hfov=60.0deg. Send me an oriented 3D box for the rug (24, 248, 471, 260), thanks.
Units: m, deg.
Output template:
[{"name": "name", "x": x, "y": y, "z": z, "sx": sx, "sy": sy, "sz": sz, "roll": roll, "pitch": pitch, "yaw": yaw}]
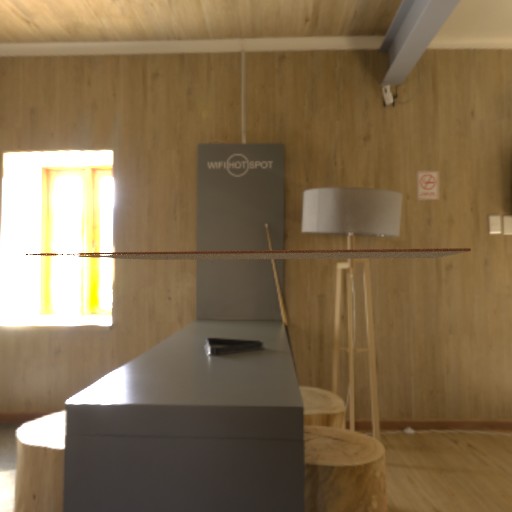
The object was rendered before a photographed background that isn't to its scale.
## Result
[{"name": "rug", "x": 0.000, "y": 0.000, "z": 3.022, "sx": 2.438, "sy": 0.014, "sz": 1.524, "roll": 0, "pitch": -2, "yaw": 17}]
